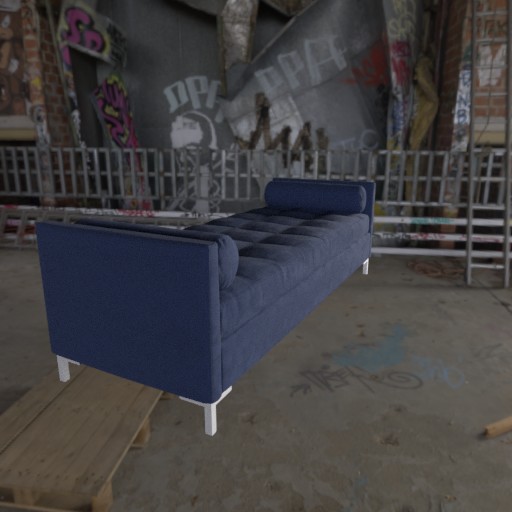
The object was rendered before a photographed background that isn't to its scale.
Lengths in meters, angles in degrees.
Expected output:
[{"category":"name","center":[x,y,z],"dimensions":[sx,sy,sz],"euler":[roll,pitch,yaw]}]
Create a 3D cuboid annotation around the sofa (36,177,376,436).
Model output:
[{"category":"sofa","center":[0.000,0.000,2.428],"dimensions":[0.797,0.657,2.102],"euler":[8,17,27]}]
